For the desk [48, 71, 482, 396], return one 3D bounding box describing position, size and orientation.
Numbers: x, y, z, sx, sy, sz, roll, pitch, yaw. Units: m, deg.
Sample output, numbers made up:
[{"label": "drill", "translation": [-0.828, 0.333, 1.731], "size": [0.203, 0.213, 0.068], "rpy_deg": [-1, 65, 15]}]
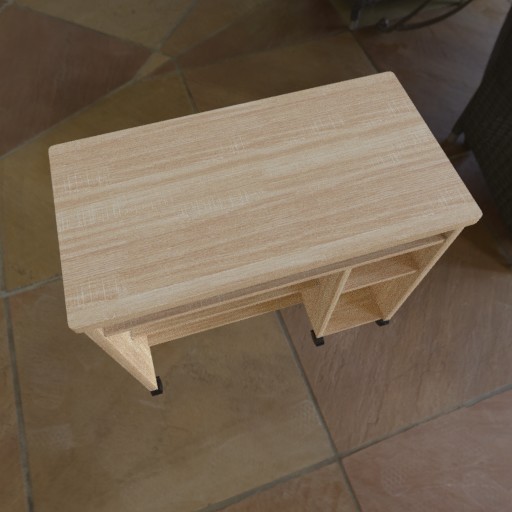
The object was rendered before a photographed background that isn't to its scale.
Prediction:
[{"label": "desk", "translation": [0.000, 0.000, 1.343], "size": [0.884, 0.770, 0.480], "rpy_deg": [-15, 64, -8]}]
